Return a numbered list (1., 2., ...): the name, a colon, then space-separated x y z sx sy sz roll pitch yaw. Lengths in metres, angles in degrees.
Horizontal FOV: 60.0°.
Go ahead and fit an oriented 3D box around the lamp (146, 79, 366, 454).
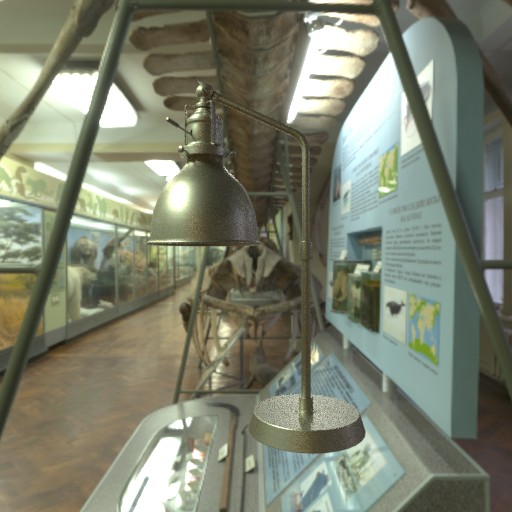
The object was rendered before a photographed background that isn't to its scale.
1. lamp: 0.000 0.000 0.587 0.286 0.456 0.153 0 0 0
